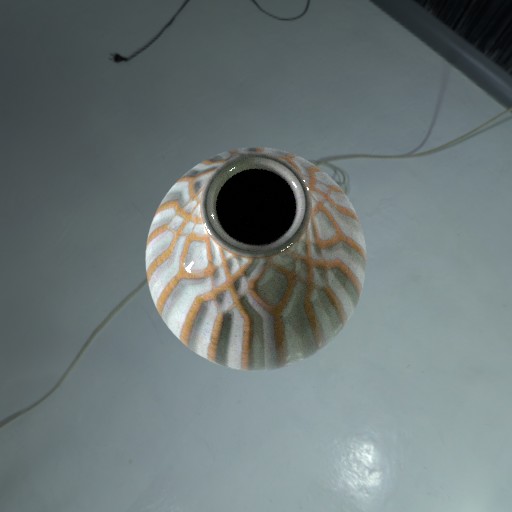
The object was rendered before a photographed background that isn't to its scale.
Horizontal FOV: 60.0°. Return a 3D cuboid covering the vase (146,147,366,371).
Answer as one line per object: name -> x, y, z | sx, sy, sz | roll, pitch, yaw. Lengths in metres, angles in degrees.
vase -> 0.000, 0.000, 0.259 | 0.131, 0.175, 0.131 | 0, 76, 0
